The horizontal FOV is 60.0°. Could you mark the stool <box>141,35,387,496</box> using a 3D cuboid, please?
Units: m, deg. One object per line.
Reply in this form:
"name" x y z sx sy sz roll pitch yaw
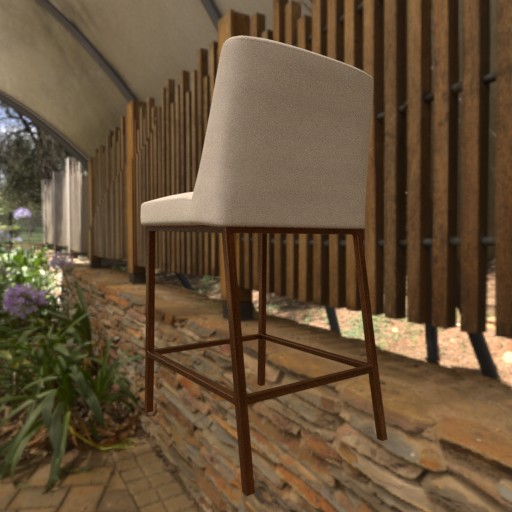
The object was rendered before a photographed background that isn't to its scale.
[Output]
"stool" 0.000 0.000 1.269 0.507 0.973 0.576 -1 2 -35
